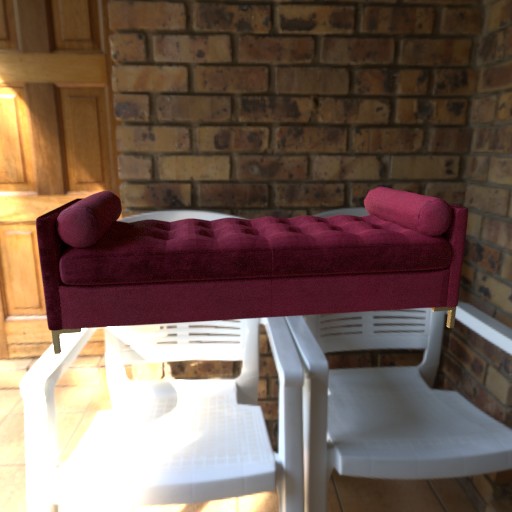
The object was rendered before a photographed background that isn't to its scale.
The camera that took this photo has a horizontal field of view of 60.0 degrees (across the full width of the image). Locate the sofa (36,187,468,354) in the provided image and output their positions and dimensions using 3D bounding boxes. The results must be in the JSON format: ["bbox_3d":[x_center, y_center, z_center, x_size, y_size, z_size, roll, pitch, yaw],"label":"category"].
[{"bbox_3d":[0.000,0.000,2.520,2.102,0.705,0.796,-2,14,-9],"label":"sofa"}]
